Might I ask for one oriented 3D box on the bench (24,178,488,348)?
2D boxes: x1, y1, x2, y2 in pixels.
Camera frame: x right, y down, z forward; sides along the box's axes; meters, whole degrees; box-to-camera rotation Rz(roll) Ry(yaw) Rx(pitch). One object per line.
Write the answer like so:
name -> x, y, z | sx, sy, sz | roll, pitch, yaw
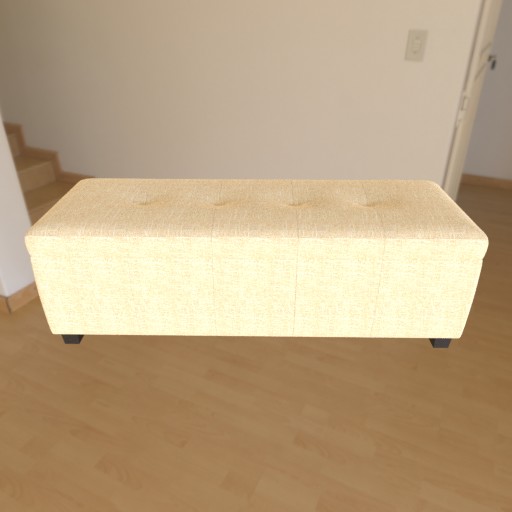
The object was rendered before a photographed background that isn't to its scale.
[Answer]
bench -> 0.000, 0.000, 1.413 | 1.219, 0.406, 0.432 | 0, 30, 1
